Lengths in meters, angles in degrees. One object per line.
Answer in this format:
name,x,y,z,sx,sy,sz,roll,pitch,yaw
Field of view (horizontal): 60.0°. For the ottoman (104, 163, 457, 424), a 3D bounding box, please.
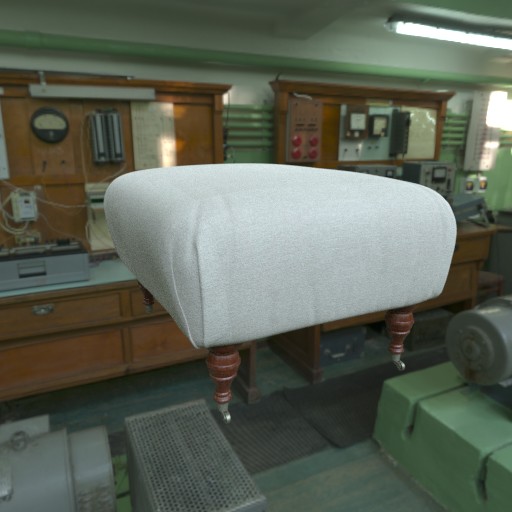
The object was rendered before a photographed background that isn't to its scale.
ottoman,0.000,0.000,1.131,0.639,0.450,0.746,-7,16,-26
